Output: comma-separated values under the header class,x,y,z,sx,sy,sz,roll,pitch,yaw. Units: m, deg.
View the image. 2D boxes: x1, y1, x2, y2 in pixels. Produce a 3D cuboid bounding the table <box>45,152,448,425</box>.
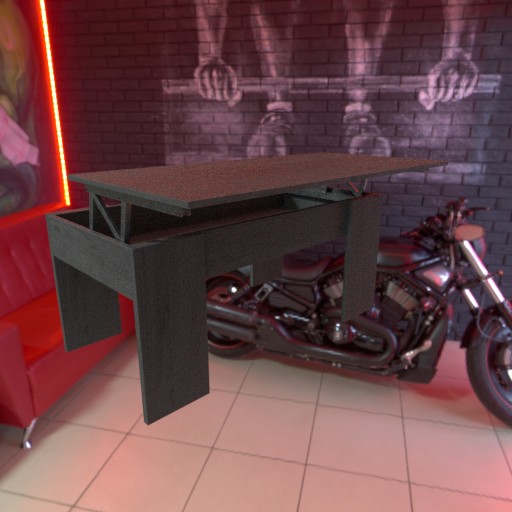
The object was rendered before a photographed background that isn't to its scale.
class,x,y,z,sx,sy,sz,roll,pitch,yaw
table,0.000,0.000,1.394,1.000,0.570,0.711,-16,24,-41
